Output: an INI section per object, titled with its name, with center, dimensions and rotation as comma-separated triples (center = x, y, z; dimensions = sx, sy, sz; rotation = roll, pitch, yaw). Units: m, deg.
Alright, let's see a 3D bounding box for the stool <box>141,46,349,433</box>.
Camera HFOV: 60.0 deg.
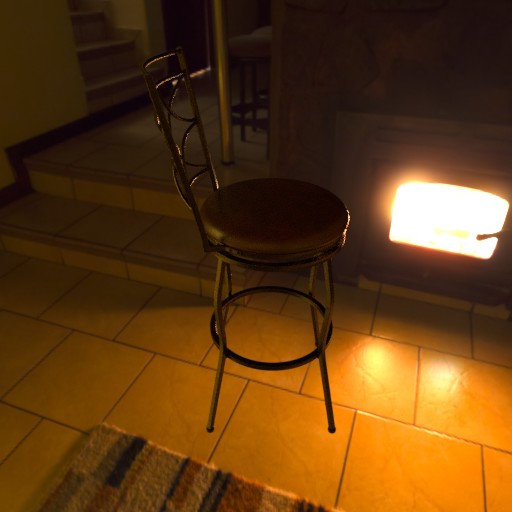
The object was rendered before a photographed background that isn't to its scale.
[stool]
center = 0.000, 0.000, 1.354
dimensions = 0.534, 1.117, 0.434
rotation = 0, 32, 0
